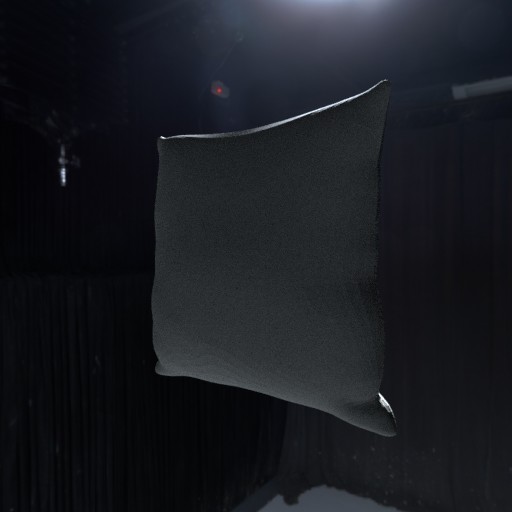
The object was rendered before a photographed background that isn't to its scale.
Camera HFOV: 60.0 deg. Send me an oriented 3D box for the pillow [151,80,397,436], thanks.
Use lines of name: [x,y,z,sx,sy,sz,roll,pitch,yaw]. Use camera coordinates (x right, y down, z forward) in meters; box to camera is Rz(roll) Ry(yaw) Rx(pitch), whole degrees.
pillow: [0.000,0.000,0.676,0.440,0.441,0.182,1,1,37]
